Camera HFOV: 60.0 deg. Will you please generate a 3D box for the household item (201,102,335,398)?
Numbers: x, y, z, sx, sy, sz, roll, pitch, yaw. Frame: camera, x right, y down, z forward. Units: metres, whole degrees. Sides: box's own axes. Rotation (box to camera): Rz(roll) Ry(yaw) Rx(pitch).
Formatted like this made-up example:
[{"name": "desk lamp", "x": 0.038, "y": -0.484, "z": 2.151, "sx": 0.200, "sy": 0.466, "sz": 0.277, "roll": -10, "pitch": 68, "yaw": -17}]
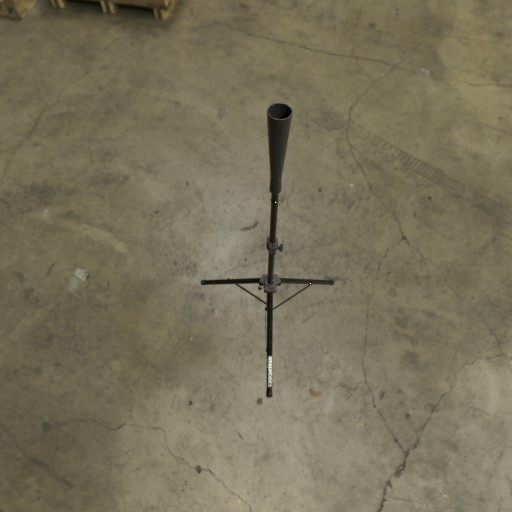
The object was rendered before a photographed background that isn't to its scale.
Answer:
[{"name": "household item", "x": 0.000, "y": 0.000, "z": 1.372, "sx": 0.559, "sy": 1.067, "sz": 0.559, "roll": 13, "pitch": 59, "yaw": 8}]
